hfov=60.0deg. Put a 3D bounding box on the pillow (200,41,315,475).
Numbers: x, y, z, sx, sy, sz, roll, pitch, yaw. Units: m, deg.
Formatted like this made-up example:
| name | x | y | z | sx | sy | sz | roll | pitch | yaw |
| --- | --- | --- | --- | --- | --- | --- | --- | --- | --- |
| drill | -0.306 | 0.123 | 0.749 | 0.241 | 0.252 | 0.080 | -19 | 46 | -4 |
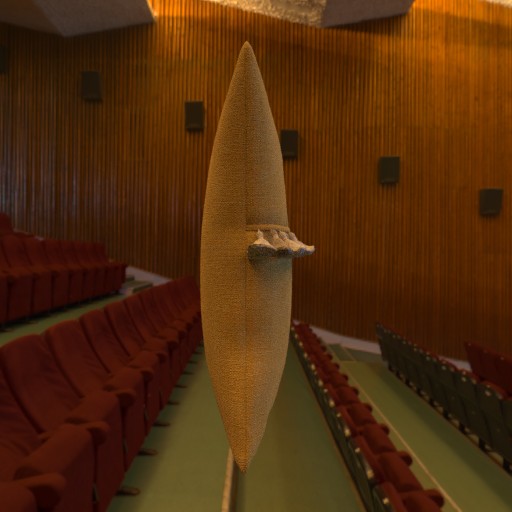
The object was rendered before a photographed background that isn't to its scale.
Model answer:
| name | x | y | z | sx | sy | sz | roll | pitch | yaw |
| --- | --- | --- | --- | --- | --- | --- | --- | --- | --- |
| pillow | 0.000 | 0.000 | 0.725 | 0.167 | 0.481 | 0.485 | 0 | 0 | -1 |
